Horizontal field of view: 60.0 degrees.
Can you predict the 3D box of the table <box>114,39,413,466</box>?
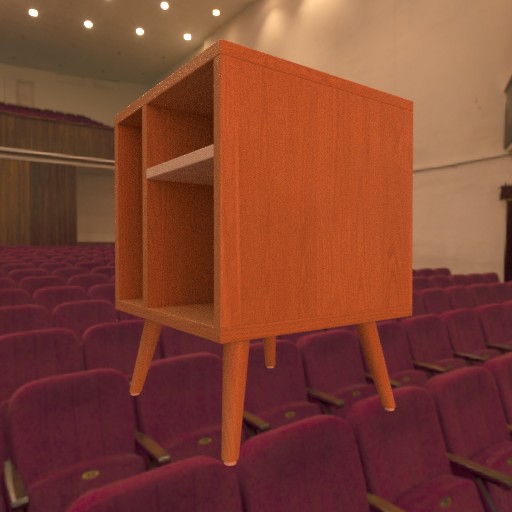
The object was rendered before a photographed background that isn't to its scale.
[{"bbox_3d":[0.000,0.000,0.834,0.400,0.550,0.400,-1,1,-36],"label":"table"}]
